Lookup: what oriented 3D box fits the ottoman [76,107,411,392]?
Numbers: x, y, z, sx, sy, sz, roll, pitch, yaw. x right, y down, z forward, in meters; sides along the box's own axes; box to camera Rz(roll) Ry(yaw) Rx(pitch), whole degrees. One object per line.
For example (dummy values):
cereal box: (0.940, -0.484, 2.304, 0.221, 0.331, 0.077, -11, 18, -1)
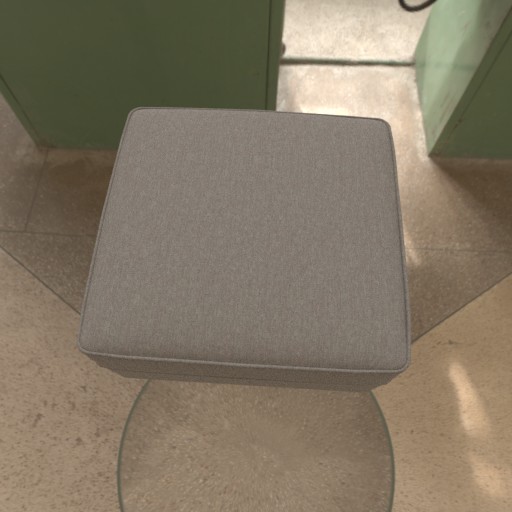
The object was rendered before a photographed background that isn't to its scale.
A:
ottoman: (0.000, 0.000, 1.437, 0.871, 0.612, 0.808, 3, 66, 1)
